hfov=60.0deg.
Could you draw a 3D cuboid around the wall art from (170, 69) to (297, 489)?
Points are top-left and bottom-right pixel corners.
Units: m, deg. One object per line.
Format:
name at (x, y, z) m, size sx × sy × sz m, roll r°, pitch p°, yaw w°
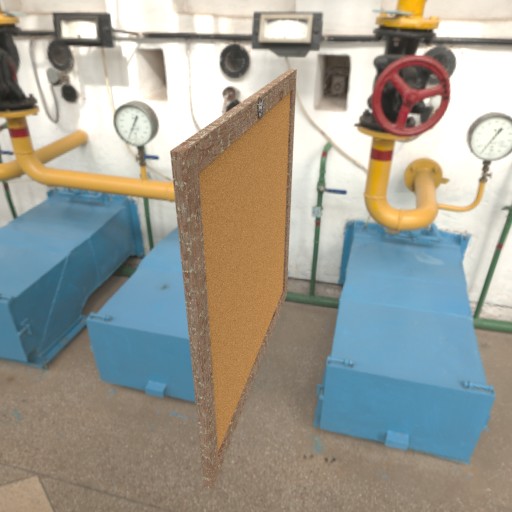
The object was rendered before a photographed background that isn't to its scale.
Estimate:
wall art at (0.000, 0.000, 0.556) m, size 0.012 × 0.384 × 0.384 m, roll 8°, pitch 32°, yaw 14°
